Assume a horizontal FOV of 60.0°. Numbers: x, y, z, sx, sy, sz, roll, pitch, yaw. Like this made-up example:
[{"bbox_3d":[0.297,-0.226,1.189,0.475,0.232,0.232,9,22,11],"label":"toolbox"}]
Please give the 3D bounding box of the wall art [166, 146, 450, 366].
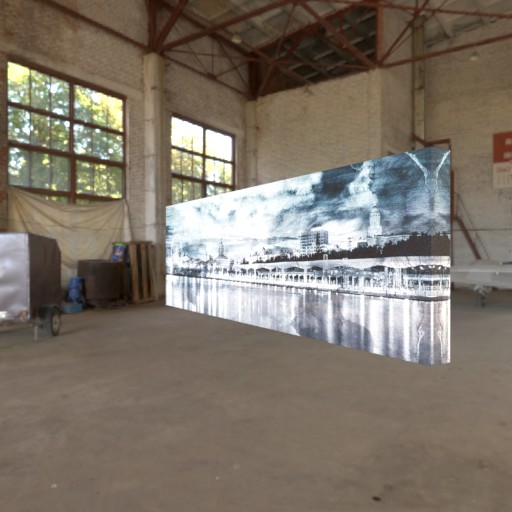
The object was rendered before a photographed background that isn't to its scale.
[{"bbox_3d":[0.000,0.000,0.826,0.037,0.251,0.759,0,0,-34],"label":"wall art"}]
